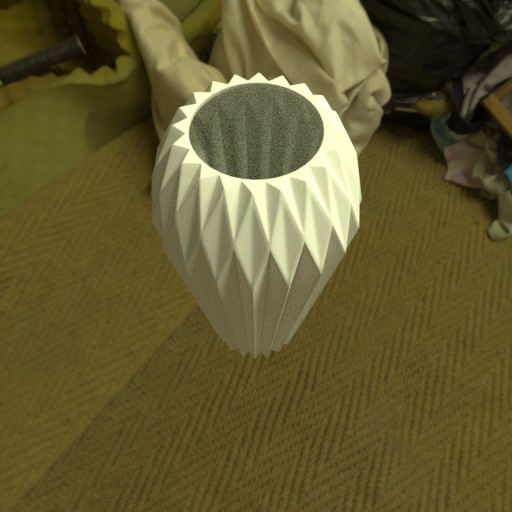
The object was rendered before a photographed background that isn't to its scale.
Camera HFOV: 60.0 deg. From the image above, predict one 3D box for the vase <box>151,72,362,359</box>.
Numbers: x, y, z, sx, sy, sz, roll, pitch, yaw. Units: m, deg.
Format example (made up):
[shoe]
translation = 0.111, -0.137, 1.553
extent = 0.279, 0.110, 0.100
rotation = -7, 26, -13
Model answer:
[vase]
translation = 0.000, 0.000, 0.343
extent = 0.133, 0.263, 0.133
rotation = 0, 59, 0
